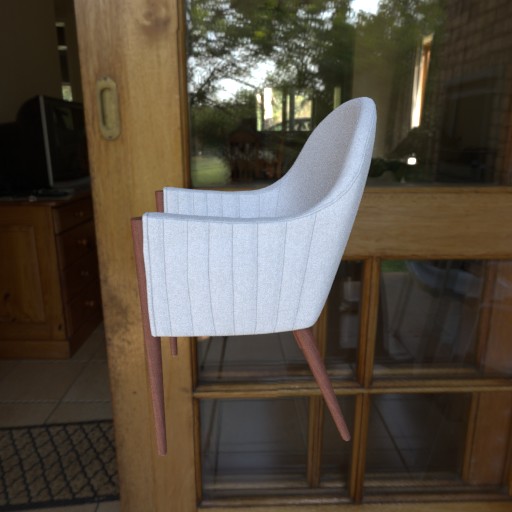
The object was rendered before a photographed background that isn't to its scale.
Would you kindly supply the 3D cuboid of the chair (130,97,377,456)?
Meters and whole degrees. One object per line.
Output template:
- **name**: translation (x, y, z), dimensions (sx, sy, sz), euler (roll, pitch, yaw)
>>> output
- **chair**: translation (0.000, 0.000, 1.308), dimensions (0.620, 0.889, 0.610), euler (-2, 15, -7)
